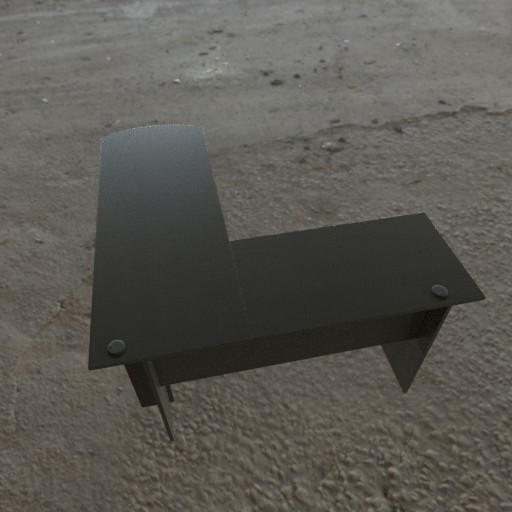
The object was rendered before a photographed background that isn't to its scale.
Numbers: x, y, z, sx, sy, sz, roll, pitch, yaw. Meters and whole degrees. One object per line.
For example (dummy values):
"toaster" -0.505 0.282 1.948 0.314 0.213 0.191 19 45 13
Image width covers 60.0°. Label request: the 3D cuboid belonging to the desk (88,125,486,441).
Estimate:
"desk" 0.000 0.000 2.122 1.303 0.716 1.361 -9 47 -8
